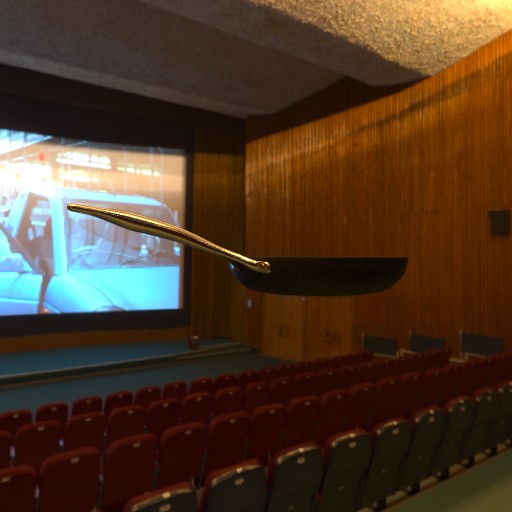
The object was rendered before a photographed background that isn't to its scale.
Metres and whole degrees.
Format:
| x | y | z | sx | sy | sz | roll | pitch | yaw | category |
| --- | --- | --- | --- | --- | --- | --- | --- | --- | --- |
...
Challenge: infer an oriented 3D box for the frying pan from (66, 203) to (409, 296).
| x | y | z | sx | sy | sz | roll | pitch | yaw | category |
| --- | --- | --- | --- | --- | --- | --- | --- | --- | --- |
| 0.000 | 0.000 | 0.583 | 0.472 | 0.105 | 0.255 | 0 | 0 | -36 | frying pan |
